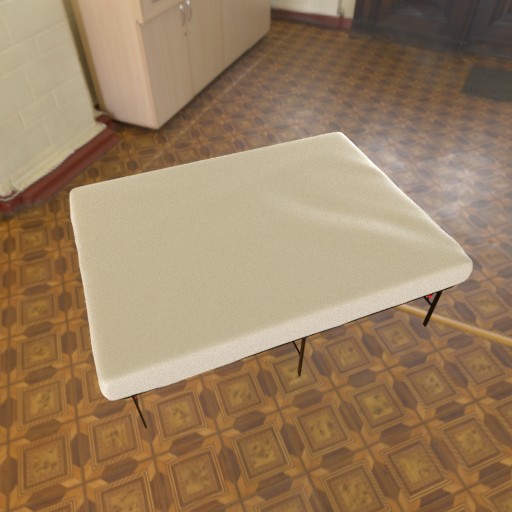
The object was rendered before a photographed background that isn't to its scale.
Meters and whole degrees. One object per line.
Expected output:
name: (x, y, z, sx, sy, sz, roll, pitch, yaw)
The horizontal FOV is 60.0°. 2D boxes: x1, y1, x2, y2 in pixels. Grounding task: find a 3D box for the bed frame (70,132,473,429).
bed frame: (0.000, 0.000, 2.939, 2.151, 0.667, 1.584, -16, 48, -15)
